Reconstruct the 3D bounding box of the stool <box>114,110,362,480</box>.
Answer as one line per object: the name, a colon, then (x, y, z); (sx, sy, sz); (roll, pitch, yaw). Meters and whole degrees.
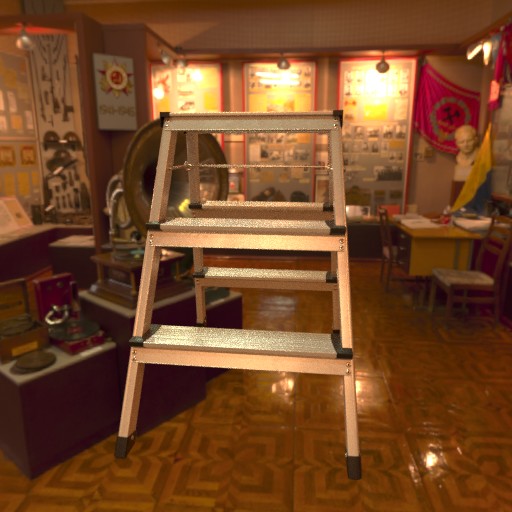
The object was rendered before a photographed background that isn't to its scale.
stool: (0.000, 0.000, 0.991); (0.437, 0.605, 0.622); (2, 14, 7)
